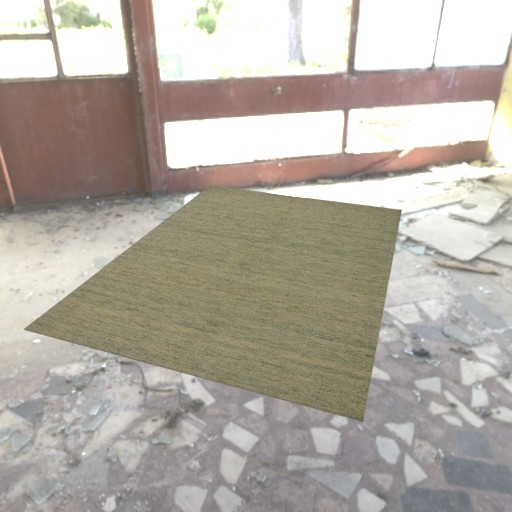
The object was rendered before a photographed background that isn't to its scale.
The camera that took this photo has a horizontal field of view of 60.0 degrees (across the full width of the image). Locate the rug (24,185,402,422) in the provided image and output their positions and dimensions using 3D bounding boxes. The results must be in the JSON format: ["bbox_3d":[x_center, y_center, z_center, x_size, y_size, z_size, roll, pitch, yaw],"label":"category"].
[{"bbox_3d":[0.000,0.000,4.175,2.437,0.014,3.201,10,31,17],"label":"rug"}]
